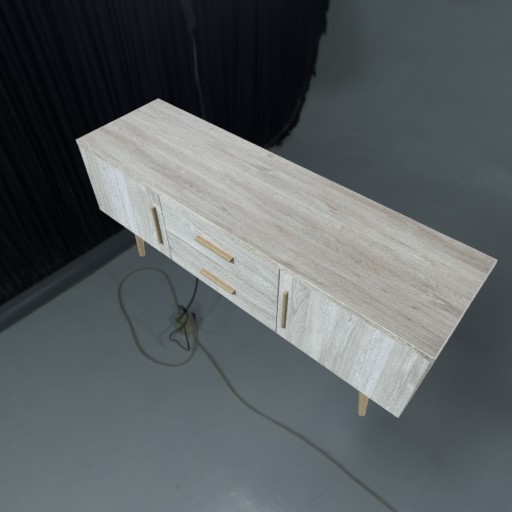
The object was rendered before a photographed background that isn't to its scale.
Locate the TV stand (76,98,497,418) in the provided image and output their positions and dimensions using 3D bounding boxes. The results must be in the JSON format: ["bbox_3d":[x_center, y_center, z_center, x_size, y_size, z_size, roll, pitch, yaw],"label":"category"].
[{"bbox_3d":[0.000,0.000,1.539,1.313,0.565,0.401,32,55,26],"label":"TV stand"}]
